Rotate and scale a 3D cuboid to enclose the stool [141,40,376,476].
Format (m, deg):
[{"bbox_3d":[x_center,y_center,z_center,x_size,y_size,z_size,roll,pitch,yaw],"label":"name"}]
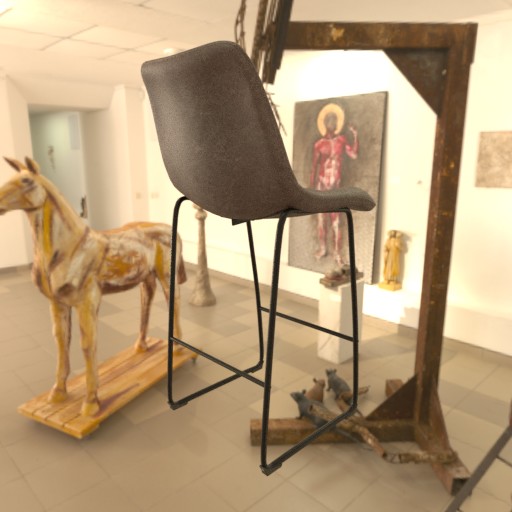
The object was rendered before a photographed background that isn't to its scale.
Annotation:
[{"bbox_3d":[0.000,0.000,1.351,0.561,1.082,0.514,-13,18,-43],"label":"stool"}]
